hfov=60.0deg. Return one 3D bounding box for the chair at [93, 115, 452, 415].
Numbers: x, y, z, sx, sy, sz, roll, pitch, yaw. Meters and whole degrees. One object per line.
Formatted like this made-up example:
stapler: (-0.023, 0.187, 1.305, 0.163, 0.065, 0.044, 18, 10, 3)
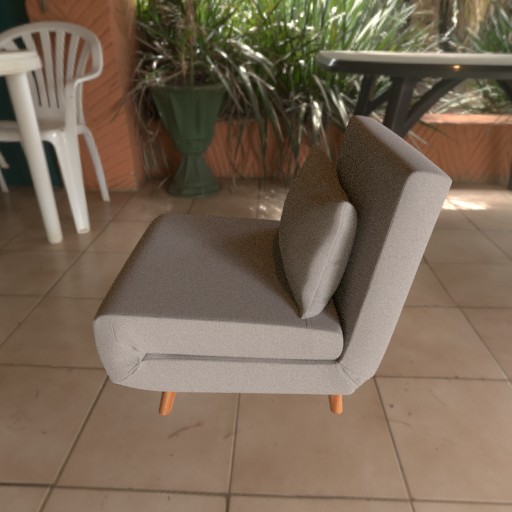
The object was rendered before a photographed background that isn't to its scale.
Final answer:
chair: (0.000, 0.000, 1.483, 0.902, 0.808, 0.770, 0, 26, 1)
